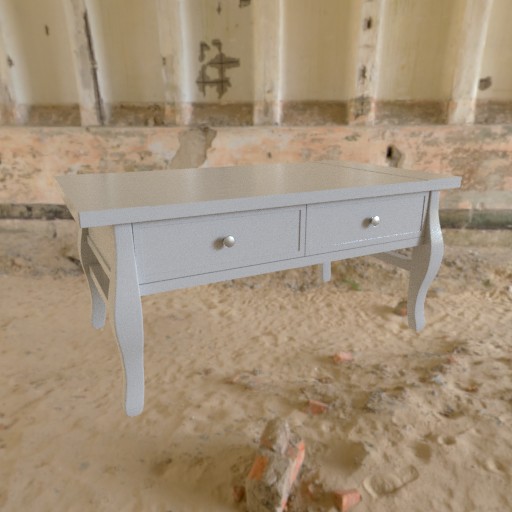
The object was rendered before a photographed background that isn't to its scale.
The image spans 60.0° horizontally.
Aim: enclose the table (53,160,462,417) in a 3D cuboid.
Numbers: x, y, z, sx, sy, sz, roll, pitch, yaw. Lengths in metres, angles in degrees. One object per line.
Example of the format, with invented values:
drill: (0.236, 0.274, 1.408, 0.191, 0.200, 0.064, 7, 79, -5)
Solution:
table: (0.000, 0.000, 1.389, 1.062, 0.495, 0.600, -9, 20, -26)
